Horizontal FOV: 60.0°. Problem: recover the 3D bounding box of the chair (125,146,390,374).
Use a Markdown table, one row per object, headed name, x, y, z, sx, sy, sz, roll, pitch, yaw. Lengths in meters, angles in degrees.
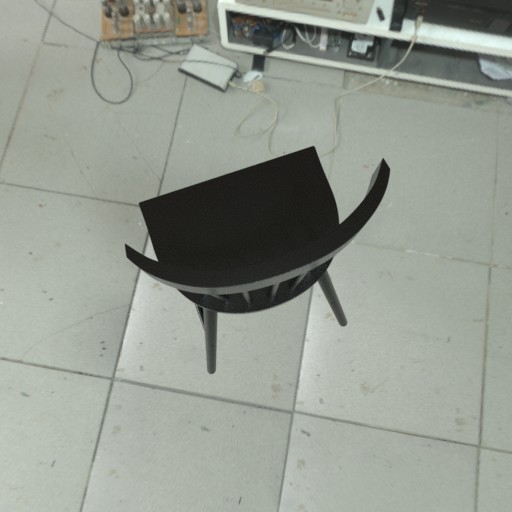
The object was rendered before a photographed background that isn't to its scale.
| name | x | y | z | sx | sy | sz | roll | pitch | yaw |
| --- | --- | --- | --- | --- | --- | --- | --- | --- | --- |
| chair | 0.000 | 0.000 | 1.147 | 0.506 | 0.844 | 0.483 | -19 | 77 | -4 |
